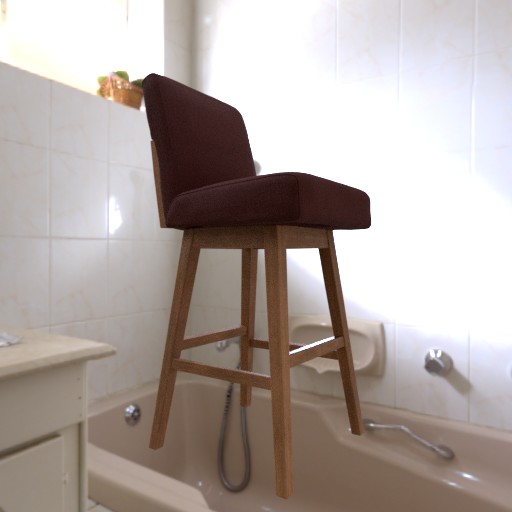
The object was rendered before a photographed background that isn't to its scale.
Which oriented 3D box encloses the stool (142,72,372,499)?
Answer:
[{"bbox_3d":[0.000,0.000,1.322,0.562,1.093,0.468,0,0,35],"label":"stool"}]
